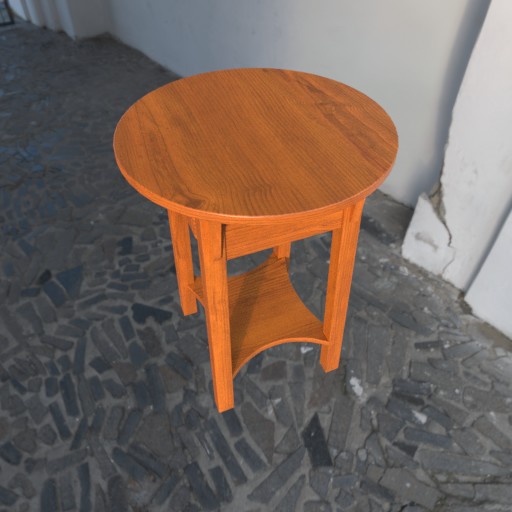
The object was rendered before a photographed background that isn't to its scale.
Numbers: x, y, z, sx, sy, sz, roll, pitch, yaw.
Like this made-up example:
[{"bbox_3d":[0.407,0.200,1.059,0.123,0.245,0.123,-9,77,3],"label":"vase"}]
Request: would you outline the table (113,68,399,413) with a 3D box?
[{"bbox_3d":[0.000,0.000,0.943,0.457,0.610,0.457,0,46,0],"label":"table"}]
